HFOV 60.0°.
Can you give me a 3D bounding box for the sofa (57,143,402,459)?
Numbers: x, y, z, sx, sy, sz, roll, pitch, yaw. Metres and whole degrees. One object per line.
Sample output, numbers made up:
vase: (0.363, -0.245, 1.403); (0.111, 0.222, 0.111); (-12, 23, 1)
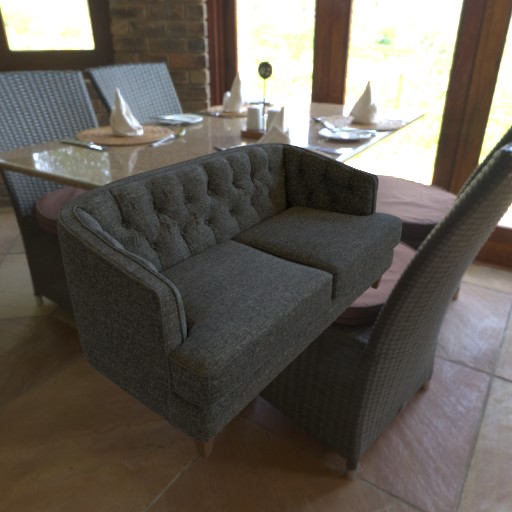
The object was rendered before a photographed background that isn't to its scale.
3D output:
sofa: (0.000, 0.000, 2.261); (0.941, 0.855, 1.733); (18, 32, 33)
